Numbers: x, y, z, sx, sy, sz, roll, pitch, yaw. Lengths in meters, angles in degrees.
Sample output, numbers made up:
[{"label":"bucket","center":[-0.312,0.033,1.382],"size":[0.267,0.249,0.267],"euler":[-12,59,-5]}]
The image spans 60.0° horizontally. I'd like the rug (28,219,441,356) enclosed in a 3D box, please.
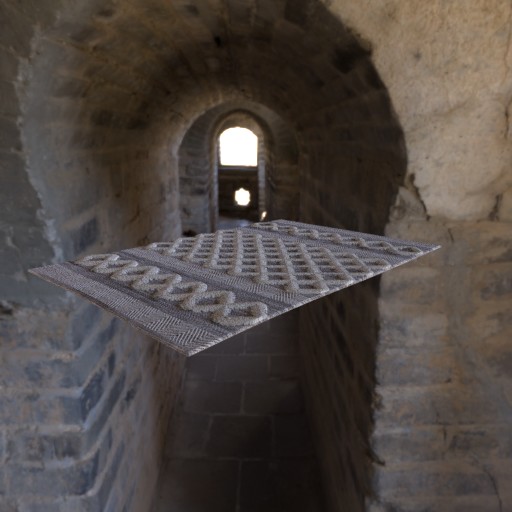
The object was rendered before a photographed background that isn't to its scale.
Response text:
[{"label":"rug","center":[0.000,0.000,2.306],"size":[1.222,0.030,1.823],"euler":[14,20,42]}]
